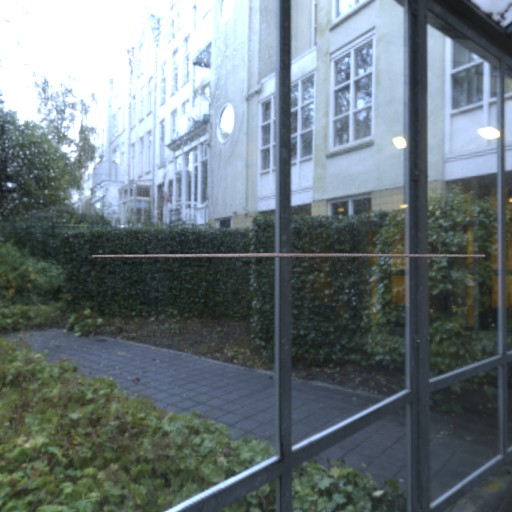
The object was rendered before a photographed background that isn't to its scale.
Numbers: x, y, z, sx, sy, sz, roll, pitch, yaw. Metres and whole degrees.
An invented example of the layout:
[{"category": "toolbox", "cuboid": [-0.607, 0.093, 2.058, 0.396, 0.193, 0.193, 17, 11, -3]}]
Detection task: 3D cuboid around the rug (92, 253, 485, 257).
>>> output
[{"category": "rug", "cuboid": [0.000, 0.000, 3.075, 1.609, 0.015, 2.390, 0, 0, -35]}]
